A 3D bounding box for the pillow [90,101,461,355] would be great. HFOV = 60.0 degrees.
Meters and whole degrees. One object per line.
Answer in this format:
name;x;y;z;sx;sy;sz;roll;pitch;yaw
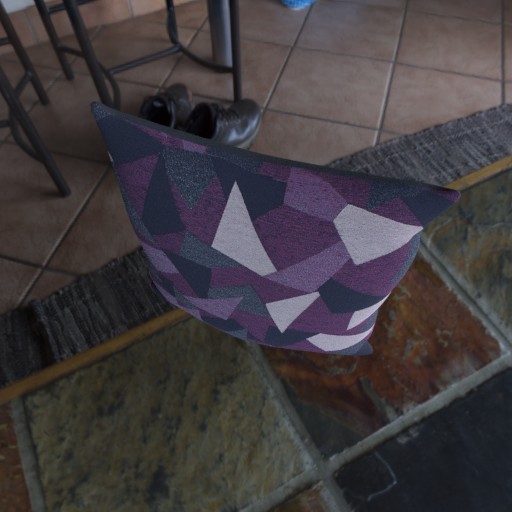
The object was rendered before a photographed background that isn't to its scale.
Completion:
pillow;0.000;0.000;0.754;0.503;0.496;0.208;16;58;10
